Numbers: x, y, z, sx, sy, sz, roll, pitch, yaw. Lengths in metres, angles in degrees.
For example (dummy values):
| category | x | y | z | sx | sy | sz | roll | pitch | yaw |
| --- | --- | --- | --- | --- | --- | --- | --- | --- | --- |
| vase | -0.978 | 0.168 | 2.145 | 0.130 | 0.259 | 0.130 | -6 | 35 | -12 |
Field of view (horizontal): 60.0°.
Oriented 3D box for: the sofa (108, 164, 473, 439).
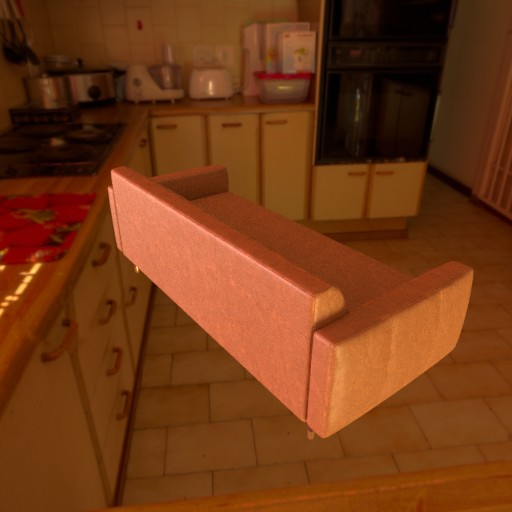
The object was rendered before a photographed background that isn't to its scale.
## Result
| category | x | y | z | sx | sy | sz | roll | pitch | yaw |
| --- | --- | --- | --- | --- | --- | --- | --- | --- | --- |
| sofa | 0.000 | 0.000 | 2.738 | 0.990 | 0.821 | 2.291 | -19 | 33 | -32 |
